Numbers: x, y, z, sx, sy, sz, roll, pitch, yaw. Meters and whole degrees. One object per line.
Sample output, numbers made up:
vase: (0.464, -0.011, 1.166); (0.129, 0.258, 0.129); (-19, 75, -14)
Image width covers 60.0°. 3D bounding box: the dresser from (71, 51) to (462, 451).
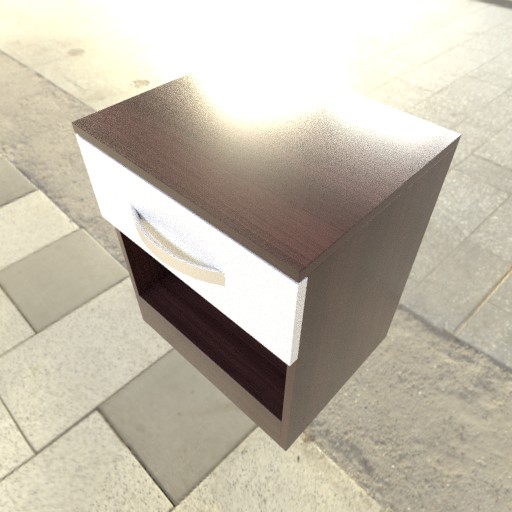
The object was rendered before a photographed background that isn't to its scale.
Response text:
dresser: (0.000, 0.000, 0.753); (0.400, 0.470, 0.360); (34, 55, 28)
